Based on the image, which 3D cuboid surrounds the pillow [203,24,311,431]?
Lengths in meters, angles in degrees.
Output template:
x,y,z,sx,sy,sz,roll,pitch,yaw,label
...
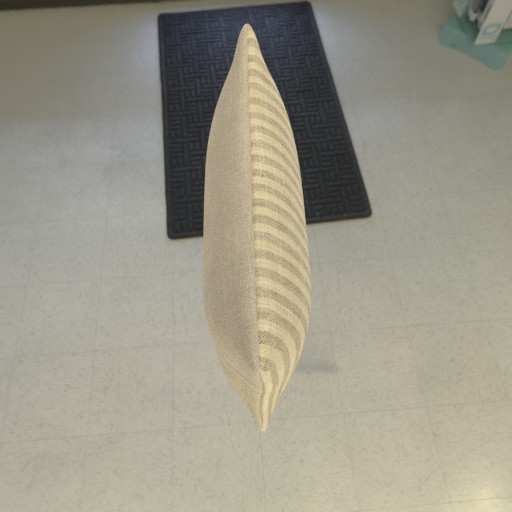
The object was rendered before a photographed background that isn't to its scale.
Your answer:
x,y,z,sx,sy,sz,roll,pitch,yaw,label
0.000,0.000,0.770,0.166,0.510,0.523,-2,63,-1,pillow
